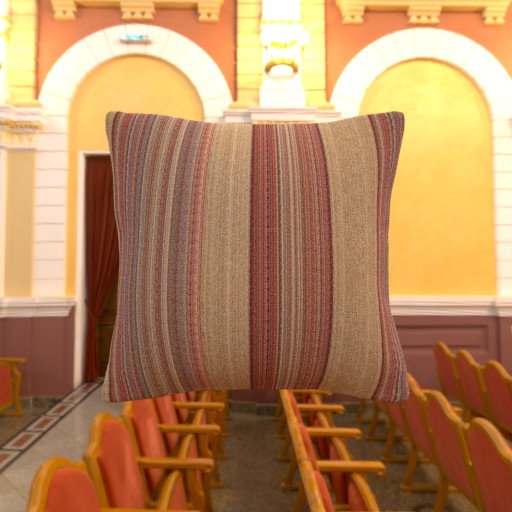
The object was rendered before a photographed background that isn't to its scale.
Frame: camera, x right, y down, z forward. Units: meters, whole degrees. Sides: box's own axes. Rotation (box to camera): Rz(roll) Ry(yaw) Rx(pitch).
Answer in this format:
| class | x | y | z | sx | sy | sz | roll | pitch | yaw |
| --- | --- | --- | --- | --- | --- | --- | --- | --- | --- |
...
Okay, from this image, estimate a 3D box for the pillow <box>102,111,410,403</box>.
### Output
| class | x | y | z | sx | sy | sz | roll | pitch | yaw |
| --- | --- | --- | --- | --- | --- | --- | --- | --- | --- |
| pillow | 0.000 | 0.000 | 0.633 | 0.437 | 0.419 | 0.136 | 0 | -2 | -1 |
